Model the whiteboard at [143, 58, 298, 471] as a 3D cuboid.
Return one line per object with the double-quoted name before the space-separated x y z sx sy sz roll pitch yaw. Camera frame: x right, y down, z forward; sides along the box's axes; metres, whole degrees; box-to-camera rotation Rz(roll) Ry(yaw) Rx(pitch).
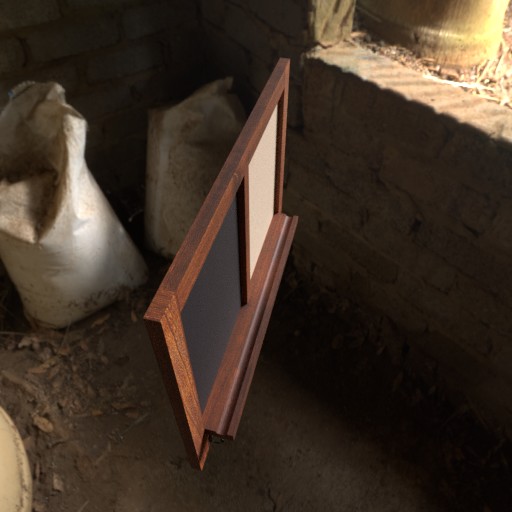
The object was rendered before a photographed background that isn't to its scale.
"whiteboard" 0.000 0.000 0.989 0.083 0.553 0.768 11 48 10
